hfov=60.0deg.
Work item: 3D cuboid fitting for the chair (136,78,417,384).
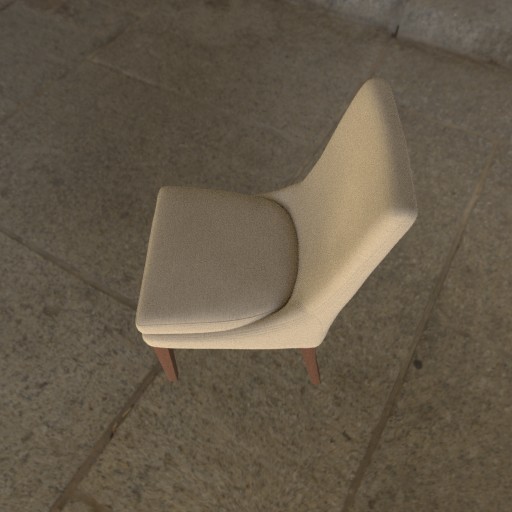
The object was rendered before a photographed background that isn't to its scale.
[{"bbox_3d":[0.000,0.000,1.310,0.638,0.940,0.515,1,58,1],"label":"chair"}]
